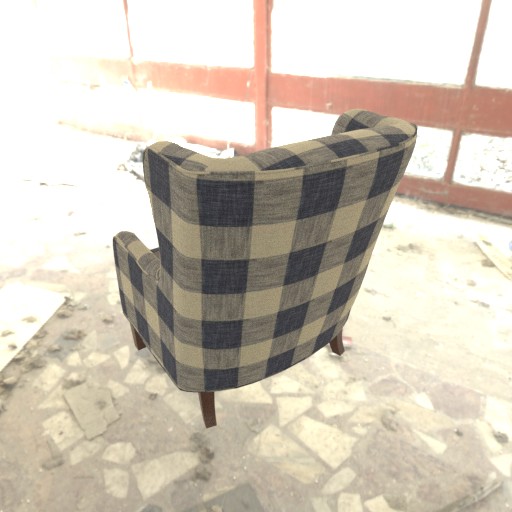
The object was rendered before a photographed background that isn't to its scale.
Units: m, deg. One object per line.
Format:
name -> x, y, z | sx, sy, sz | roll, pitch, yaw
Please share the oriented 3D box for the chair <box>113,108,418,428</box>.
chair -> 0.000, 0.000, 1.674 | 0.830, 1.041, 0.889 | -19, 35, -31
